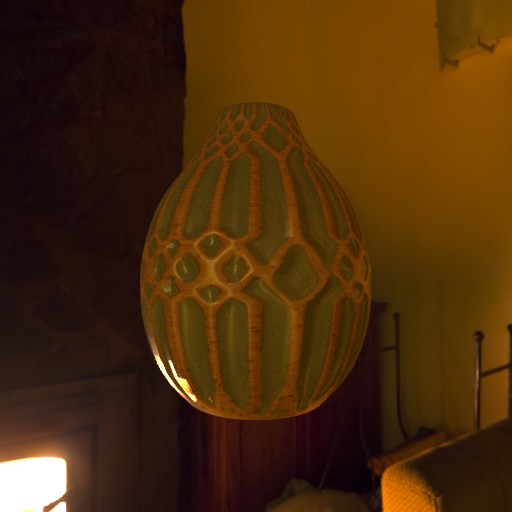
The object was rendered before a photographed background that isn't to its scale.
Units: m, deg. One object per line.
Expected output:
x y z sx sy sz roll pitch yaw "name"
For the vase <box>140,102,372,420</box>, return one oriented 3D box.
0.000 0.000 0.137 0.069 0.088 0.069 0 -1 0 "vase"
